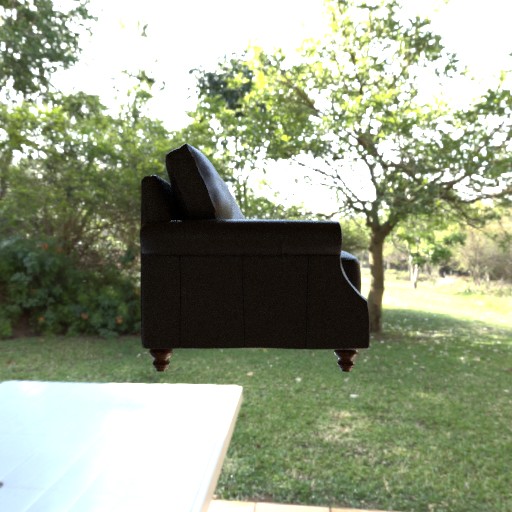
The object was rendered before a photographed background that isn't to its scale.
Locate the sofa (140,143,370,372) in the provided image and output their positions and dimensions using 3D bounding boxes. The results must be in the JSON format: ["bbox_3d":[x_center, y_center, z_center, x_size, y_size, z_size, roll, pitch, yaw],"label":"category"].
[{"bbox_3d":[0.000,0.000,2.923,0.974,0.977,2.387,0,0,0],"label":"sofa"}]
